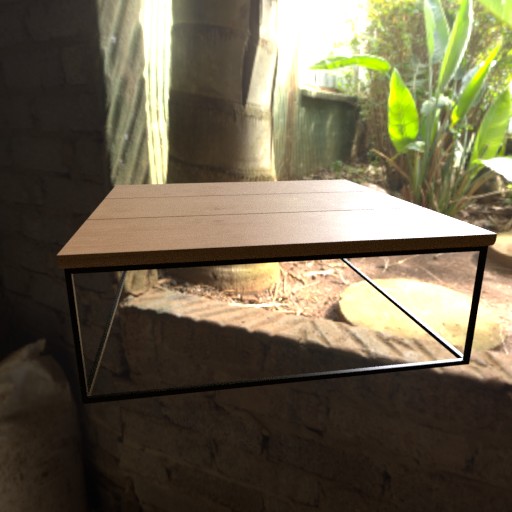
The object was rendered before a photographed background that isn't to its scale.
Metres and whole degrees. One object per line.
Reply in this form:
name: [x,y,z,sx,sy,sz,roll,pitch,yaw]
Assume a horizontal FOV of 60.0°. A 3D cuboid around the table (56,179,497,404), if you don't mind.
table: [0.000,0.000,1.655,1.100,0.400,1.100,-3,18,-10]
